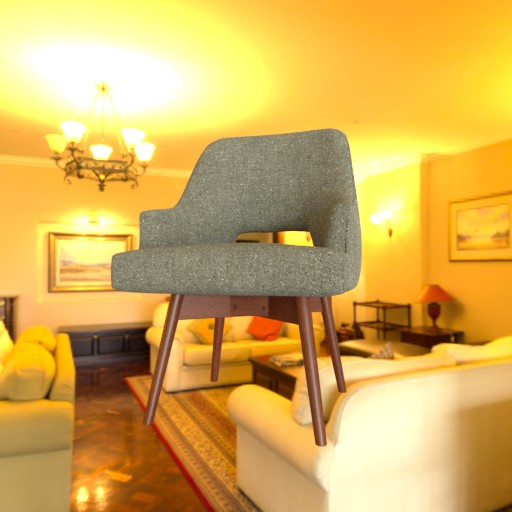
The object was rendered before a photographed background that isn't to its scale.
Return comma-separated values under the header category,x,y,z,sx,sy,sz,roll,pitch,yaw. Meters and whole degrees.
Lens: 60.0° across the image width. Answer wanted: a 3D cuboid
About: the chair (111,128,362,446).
category,x,y,z,sx,sy,sz,roll,pitch,yaw
chair,0.000,0.000,1.299,0.608,0.875,0.629,0,-1,17
